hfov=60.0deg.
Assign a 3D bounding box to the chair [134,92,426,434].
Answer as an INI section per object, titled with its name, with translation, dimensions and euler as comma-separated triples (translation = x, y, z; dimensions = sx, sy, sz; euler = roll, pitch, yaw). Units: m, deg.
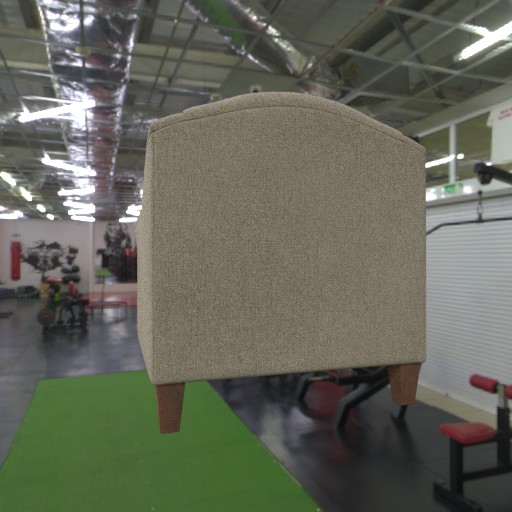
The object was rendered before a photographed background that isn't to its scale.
[chair]
translation = 0.000, 0.000, 1.477
dimensions = 0.763, 0.839, 0.787
euler = 0, 0, -18
